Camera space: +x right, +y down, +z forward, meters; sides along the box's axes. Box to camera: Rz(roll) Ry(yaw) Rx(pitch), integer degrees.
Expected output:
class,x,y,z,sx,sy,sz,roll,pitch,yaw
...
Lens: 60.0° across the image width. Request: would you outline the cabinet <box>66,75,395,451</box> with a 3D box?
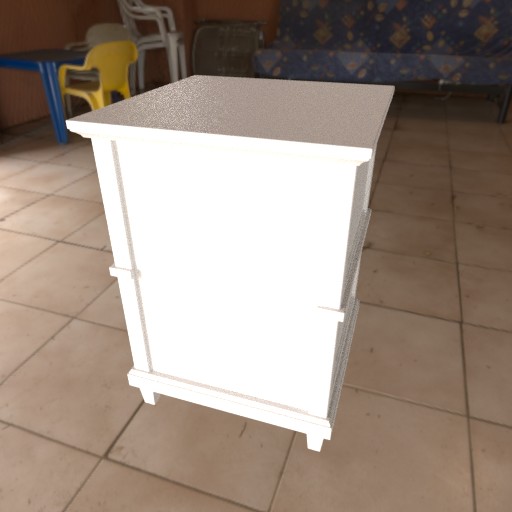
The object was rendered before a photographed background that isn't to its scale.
class,x,y,z,sx,sy,sz,roll,pitch,yaw
cabinet,0.000,0.000,1.146,0.544,0.775,0.547,10,32,16
